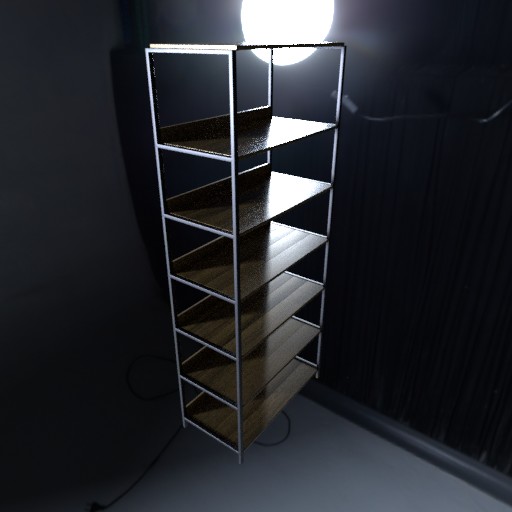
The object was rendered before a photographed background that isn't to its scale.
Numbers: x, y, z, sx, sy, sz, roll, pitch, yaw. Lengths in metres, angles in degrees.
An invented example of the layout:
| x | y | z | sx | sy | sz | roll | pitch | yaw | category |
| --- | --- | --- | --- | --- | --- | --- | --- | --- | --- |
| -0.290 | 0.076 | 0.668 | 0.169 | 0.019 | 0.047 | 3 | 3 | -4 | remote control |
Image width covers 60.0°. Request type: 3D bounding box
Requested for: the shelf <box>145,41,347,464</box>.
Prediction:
| x | y | z | sx | sy | sz | roll | pitch | yaw | category |
| --- | --- | --- | --- | --- | --- | --- | --- | --- | --- |
| 0.000 | 0.000 | 2.328 | 0.431 | 2.015 | 0.847 | 18 | 32 | 32 | shelf |
